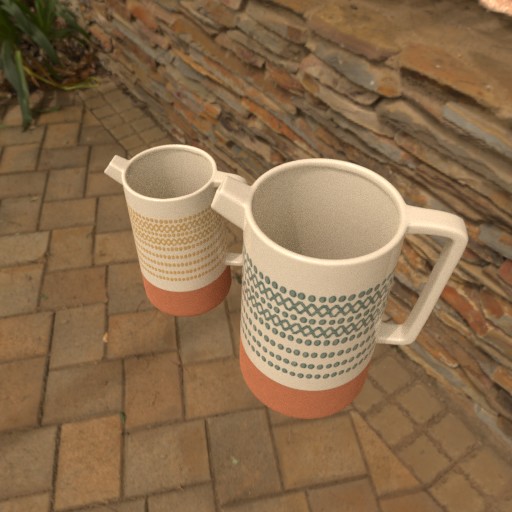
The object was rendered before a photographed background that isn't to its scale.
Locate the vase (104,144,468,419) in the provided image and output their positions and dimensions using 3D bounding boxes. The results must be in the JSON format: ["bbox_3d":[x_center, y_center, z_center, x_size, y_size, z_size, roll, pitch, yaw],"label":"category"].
[{"bbox_3d":[0.000,0.000,0.457,0.168,0.247,0.326,-31,54,-26],"label":"vase"}]
